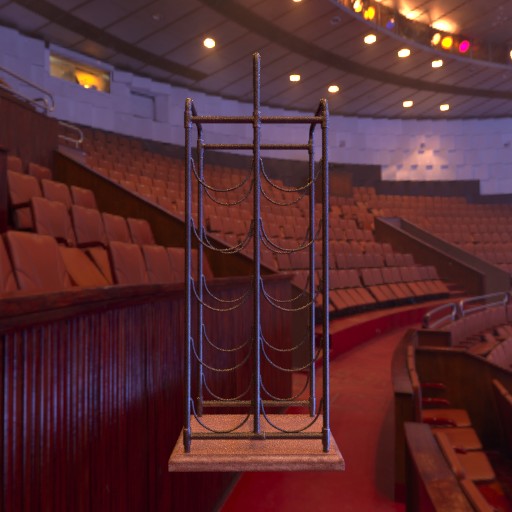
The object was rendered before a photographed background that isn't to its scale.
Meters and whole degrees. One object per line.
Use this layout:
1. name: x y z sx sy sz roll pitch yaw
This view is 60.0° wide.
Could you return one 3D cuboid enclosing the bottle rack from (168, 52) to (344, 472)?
1. bottle rack: 0.000 0.000 0.804 0.276 0.680 0.208 0 -1 0
